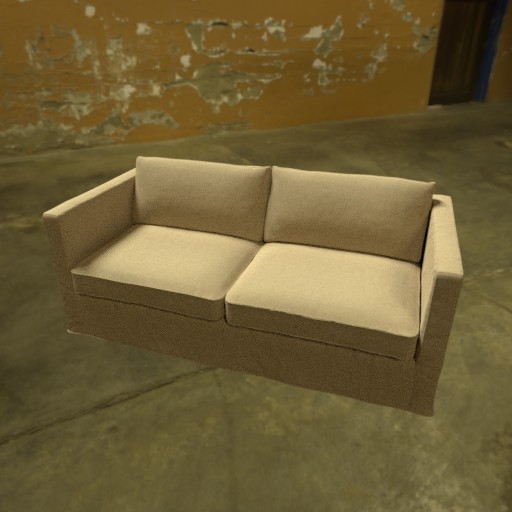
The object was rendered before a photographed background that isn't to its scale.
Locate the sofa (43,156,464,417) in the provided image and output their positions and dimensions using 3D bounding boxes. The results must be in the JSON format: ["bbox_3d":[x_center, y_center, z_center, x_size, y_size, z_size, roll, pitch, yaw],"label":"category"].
[{"bbox_3d":[0.000,0.000,2.404,1.959,0.835,0.962,9,29,16],"label":"sofa"}]
